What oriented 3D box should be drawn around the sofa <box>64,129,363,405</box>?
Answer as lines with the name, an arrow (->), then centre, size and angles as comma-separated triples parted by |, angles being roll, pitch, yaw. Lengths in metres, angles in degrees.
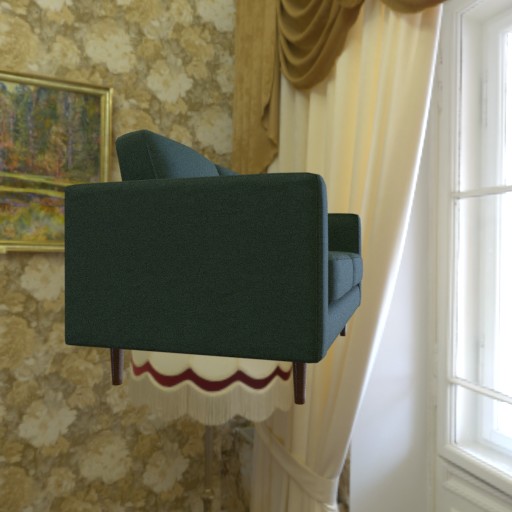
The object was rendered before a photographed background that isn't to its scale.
sofa -> 0.000, 0.000, 2.009 | 0.879, 0.899, 1.430 | 0, 0, 17
